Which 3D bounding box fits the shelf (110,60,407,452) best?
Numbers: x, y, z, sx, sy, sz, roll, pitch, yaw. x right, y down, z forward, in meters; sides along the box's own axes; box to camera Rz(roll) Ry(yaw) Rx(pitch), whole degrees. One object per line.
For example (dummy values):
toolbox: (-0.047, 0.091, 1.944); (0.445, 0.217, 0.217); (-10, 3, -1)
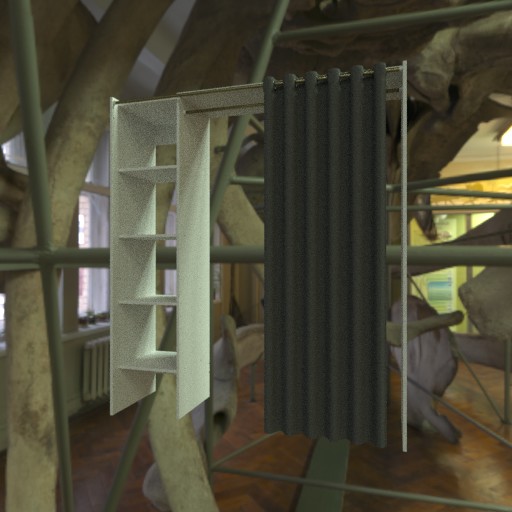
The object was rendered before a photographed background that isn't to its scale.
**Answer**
shelf: (0.000, 0.000, 2.502); (1.600, 1.810, 0.500); (0, 0, 17)
